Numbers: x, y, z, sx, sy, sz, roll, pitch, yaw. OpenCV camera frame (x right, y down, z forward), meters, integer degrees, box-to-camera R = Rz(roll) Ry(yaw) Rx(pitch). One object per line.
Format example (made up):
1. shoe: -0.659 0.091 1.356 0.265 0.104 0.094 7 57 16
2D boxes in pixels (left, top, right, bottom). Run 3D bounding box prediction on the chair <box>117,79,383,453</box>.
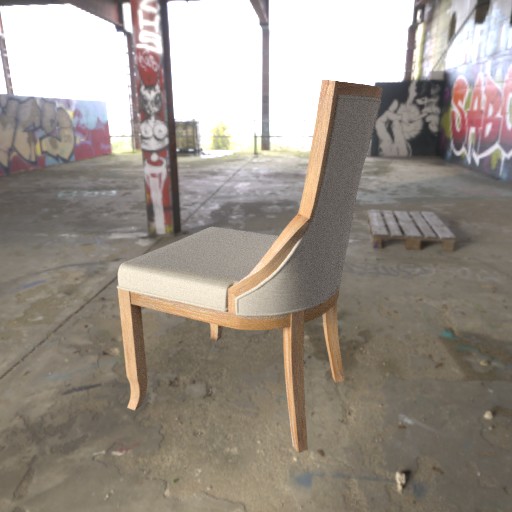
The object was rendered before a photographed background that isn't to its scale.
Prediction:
1. chair: 0.000 0.000 1.331 0.641 0.947 0.524 9 20 25
